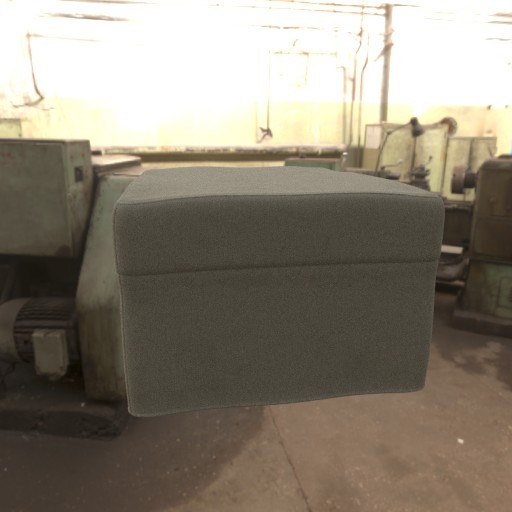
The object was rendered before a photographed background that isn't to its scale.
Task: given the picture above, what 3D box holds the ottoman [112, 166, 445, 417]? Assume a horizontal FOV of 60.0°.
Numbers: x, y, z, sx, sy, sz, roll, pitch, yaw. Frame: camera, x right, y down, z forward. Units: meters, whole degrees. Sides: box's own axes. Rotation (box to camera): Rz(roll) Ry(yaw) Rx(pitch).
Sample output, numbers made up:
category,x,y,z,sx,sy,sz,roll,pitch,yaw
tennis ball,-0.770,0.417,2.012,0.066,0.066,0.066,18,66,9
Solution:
category,x,y,z,sx,sy,sz,roll,pitch,yaw
ottoman,0.000,0.000,1.253,0.648,0.461,0.833,-2,15,-9
